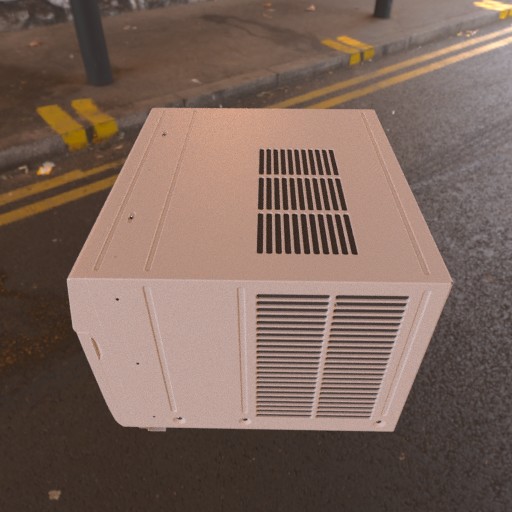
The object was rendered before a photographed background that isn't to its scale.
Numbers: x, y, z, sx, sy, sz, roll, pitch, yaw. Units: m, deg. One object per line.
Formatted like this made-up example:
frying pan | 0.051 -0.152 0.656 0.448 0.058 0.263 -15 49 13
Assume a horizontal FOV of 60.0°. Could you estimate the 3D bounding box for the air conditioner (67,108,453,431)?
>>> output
air conditioner | 0.000 0.000 1.047 0.599 0.455 0.645 1 41 1
